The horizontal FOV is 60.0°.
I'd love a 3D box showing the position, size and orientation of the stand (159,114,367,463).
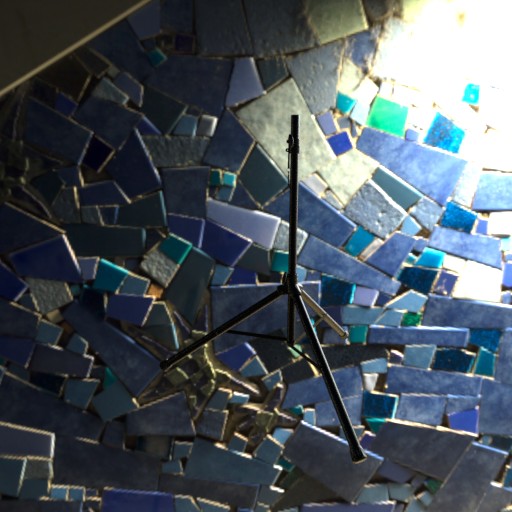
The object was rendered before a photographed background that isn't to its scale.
[{"bbox_3d":[0.000,0.000,1.874,0.907,1.136,1.045,2,14,9],"label":"stand"}]
